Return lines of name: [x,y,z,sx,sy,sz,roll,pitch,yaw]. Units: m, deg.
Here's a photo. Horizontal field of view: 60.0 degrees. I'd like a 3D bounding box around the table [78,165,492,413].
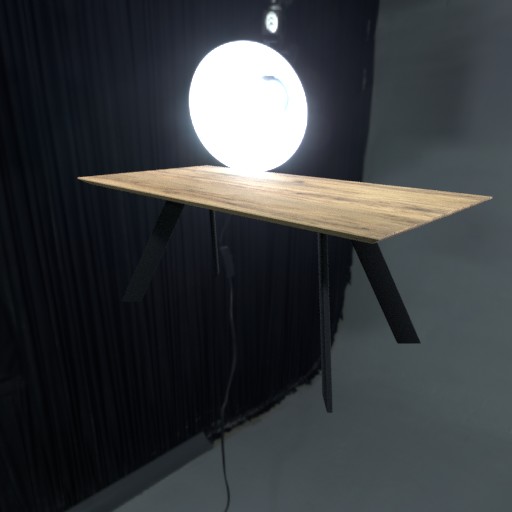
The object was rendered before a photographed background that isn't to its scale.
table: [0.000,0.000,2.435,2.000,0.770,1.000,16,23,42]
